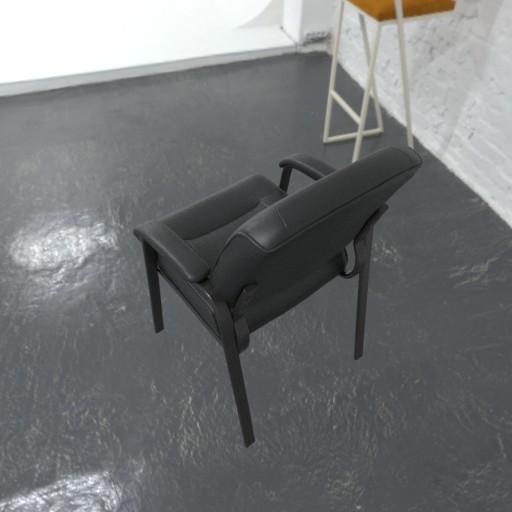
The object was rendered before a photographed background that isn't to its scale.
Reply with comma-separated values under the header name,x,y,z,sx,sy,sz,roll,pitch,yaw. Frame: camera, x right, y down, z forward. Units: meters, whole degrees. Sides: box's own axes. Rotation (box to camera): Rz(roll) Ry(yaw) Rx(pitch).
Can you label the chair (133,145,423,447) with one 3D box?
name,x,y,z,sx,sy,sz,roll,pitch,yaw
chair,0.000,0.000,1.337,0.591,0.910,0.668,-30,53,-26
